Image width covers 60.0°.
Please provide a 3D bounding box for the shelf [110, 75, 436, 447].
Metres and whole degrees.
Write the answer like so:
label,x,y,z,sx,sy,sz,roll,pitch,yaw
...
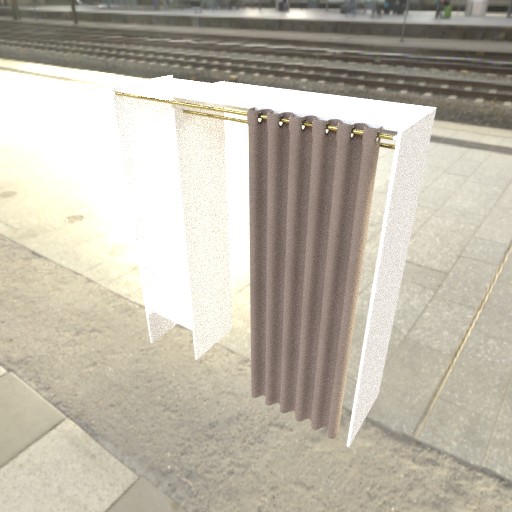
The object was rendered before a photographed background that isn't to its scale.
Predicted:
label,x,y,z,sx,sy,sz,roll,pitch,yaw
shelf,0.000,0.000,2.639,1.600,1.820,0.500,19,36,29
